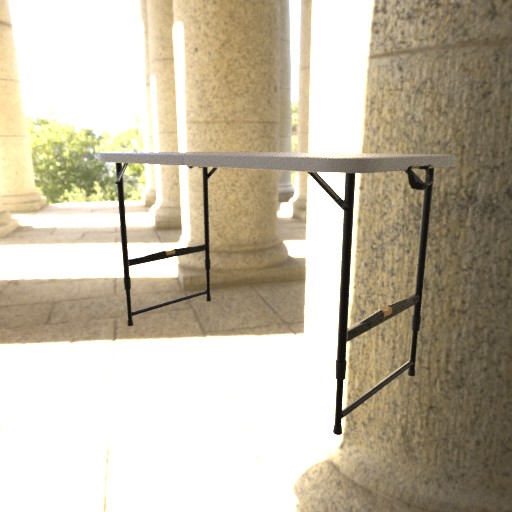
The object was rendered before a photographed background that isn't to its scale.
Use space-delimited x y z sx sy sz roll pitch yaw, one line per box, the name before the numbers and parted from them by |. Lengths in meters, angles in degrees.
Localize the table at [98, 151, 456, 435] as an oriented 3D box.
table | 0.000 0.000 1.637 1.245 0.737 0.611 13 19 43
